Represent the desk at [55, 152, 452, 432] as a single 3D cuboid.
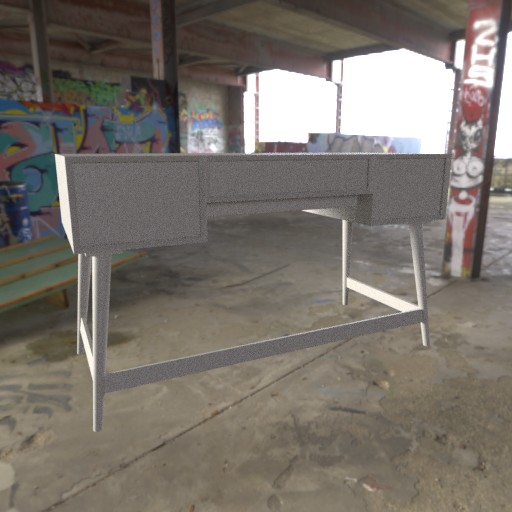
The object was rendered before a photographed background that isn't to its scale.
[{"bbox_3d":[0.000,0.000,1.695,1.313,0.762,0.589,-7,15,-25],"label":"desk"}]
